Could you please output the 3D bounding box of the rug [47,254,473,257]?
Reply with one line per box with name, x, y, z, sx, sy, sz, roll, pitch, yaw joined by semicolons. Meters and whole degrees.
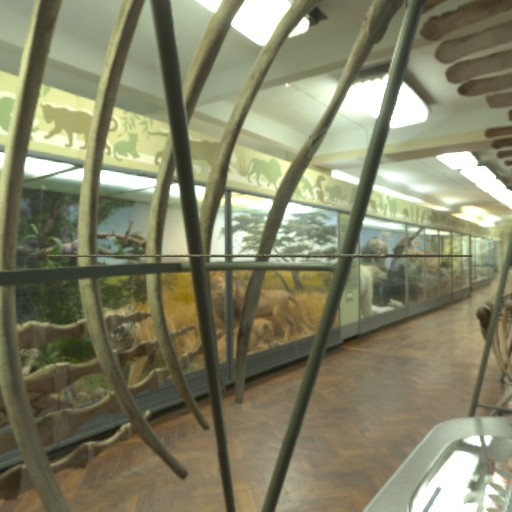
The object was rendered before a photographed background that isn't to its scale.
rug;0.000;0.000;2.290;1.824;0.010;1.240;0;0;36
